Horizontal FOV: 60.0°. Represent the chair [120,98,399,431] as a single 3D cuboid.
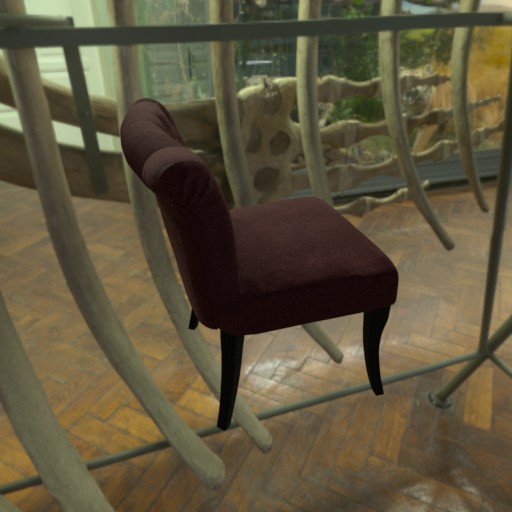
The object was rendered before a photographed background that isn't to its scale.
[{"bbox_3d":[0.000,0.000,1.187,0.605,0.750,0.582,-9,31,-16],"label":"chair"}]
